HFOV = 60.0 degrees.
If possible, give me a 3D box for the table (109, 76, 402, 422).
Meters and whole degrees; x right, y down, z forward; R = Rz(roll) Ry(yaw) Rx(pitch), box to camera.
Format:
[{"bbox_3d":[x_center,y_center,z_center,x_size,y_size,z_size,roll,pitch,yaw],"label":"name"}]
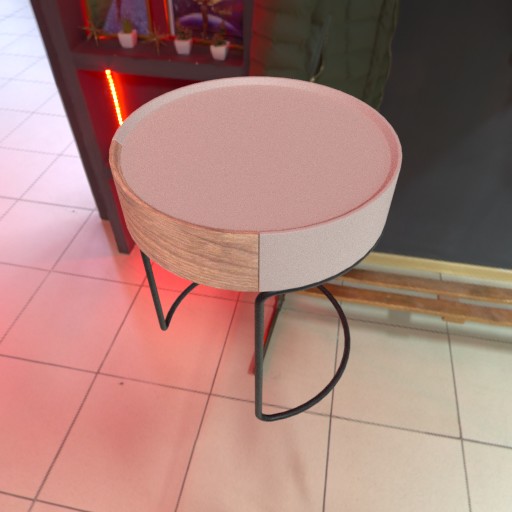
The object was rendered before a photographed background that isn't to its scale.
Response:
[{"bbox_3d":[0.000,0.000,0.883,0.450,0.530,0.450,0,46,0],"label":"table"}]
